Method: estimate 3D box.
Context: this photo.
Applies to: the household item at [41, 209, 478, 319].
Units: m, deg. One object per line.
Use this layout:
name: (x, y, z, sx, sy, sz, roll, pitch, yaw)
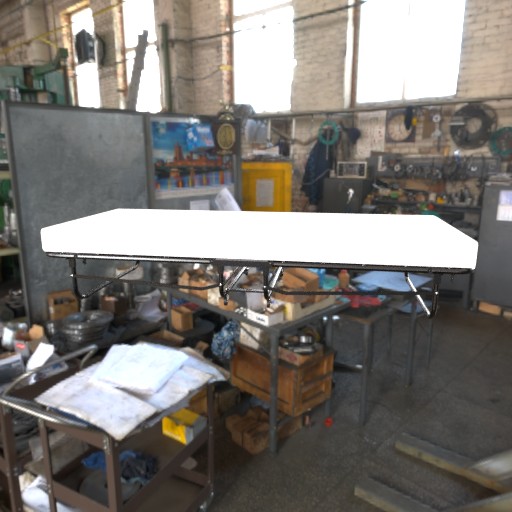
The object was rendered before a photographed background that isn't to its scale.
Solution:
household item: (0.000, 0.000, 2.241, 1.905, 0.356, 0.787, 2, 13, 9)
